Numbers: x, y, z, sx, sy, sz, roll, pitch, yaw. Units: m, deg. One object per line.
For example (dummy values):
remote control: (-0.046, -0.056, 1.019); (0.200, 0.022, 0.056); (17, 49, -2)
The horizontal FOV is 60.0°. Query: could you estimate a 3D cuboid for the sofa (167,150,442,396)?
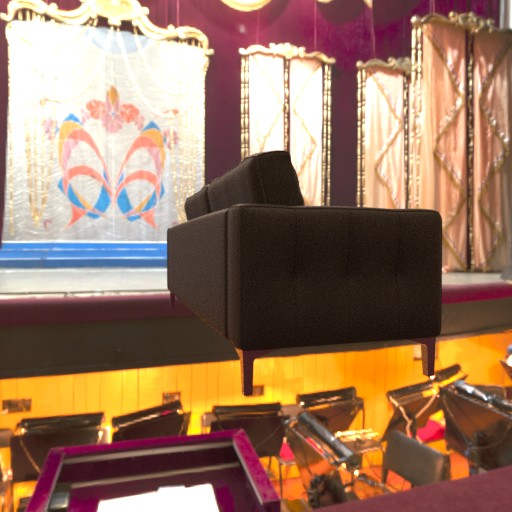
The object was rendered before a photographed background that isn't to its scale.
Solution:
sofa: (0.000, 0.000, 2.648); (0.833, 0.893, 2.275); (0, 1, -17)
